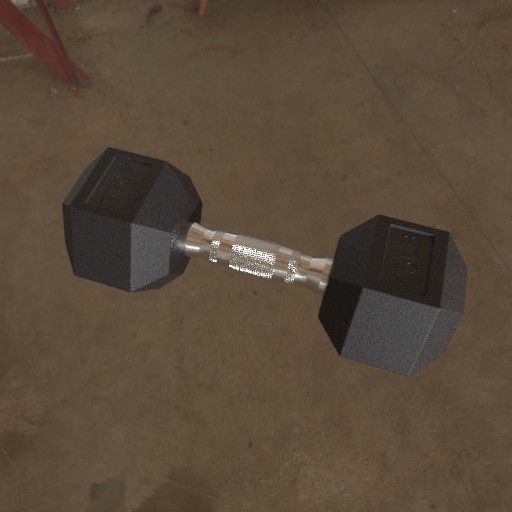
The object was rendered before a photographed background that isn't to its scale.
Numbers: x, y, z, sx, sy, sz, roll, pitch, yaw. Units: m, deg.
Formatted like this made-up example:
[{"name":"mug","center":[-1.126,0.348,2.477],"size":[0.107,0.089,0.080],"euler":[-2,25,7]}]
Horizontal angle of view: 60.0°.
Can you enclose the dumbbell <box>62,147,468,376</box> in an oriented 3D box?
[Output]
[{"name":"dumbbell","center":[0.000,0.000,0.418],"size":[0.356,0.123,0.141],"euler":[15,61,9]}]
